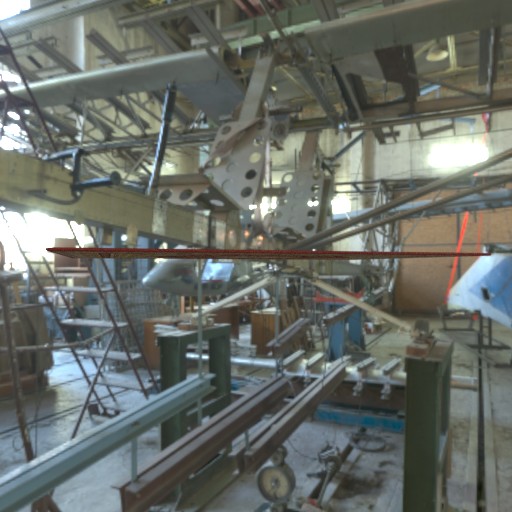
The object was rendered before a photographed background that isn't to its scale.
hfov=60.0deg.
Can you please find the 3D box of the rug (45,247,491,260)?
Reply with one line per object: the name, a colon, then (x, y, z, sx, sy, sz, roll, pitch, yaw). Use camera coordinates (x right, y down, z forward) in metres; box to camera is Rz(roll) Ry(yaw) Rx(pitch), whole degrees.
rug: (0.000, 0.000, 2.243, 1.802, 0.013, 1.194, 0, -2, -19)
